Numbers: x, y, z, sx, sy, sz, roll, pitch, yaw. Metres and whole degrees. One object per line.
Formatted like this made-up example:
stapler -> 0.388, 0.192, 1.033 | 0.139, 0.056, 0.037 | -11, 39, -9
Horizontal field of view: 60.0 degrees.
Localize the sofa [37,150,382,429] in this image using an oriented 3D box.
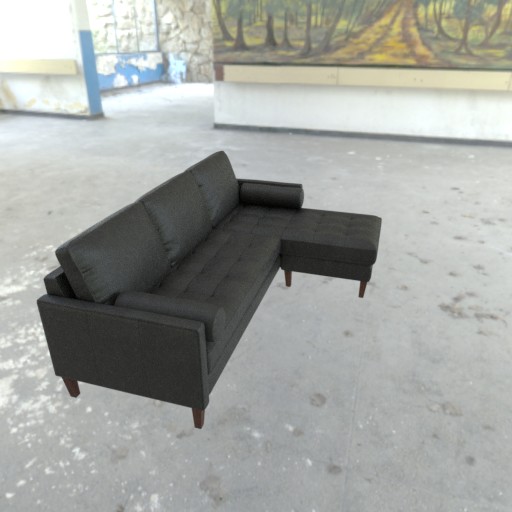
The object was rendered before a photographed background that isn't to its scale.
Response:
sofa -> 0.000, 0.000, 2.864 | 1.497, 0.876, 2.178 | 8, 27, 15
